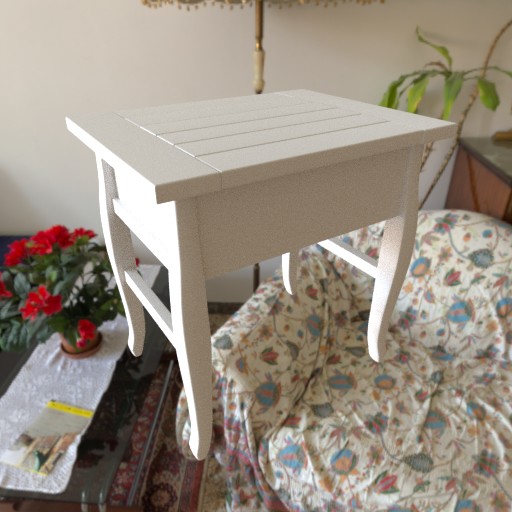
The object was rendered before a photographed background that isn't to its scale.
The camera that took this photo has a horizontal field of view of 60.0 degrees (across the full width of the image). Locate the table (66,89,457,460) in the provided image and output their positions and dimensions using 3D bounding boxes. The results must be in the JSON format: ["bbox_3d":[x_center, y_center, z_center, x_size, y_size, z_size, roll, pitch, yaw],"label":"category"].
[{"bbox_3d":[0.000,0.000,1.000,0.599,0.605,0.463,-18,34,-29],"label":"table"}]
